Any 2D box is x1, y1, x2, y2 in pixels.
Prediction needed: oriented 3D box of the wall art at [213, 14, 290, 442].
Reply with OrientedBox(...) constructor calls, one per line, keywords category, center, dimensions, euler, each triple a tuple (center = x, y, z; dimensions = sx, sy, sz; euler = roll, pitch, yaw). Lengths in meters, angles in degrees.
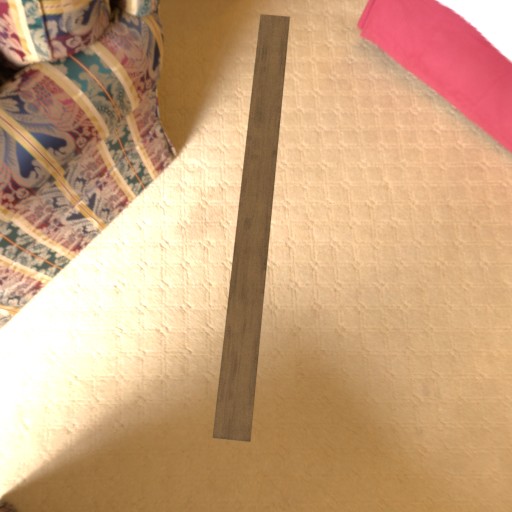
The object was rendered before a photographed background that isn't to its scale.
OrientedBox(category="wall art", center=(0.000, 0.000, 0.750), dimensions=(0.038, 0.508, 0.508), euler=(5, 76, 1))
